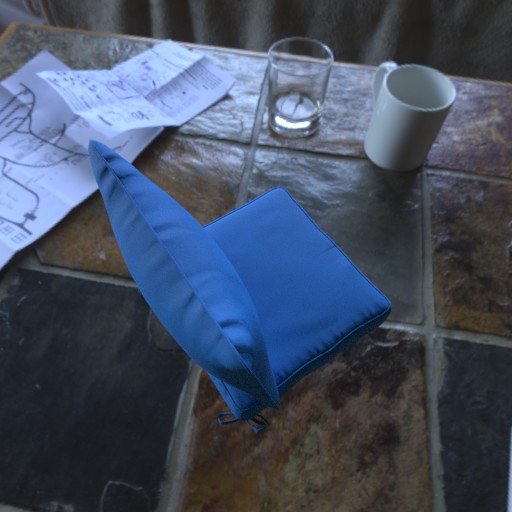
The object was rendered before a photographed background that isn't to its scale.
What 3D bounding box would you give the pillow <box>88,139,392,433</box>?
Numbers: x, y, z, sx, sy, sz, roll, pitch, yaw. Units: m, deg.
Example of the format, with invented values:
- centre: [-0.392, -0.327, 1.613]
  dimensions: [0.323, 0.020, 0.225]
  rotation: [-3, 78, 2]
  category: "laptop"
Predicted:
- centre: [0.000, 0.000, 1.408]
  dimensions: [0.733, 0.725, 0.798]
  rotation: [-30, 63, -17]
  category: "pillow"
